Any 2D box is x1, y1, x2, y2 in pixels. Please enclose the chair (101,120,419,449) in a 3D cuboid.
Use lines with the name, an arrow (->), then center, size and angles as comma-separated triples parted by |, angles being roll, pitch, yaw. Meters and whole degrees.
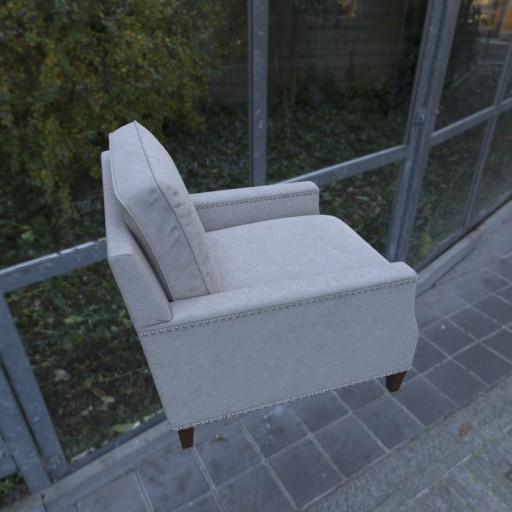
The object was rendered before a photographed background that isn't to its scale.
chair -> 0.000, 0.000, 1.700 | 1.014, 0.943, 0.853 | -9, 32, -15
